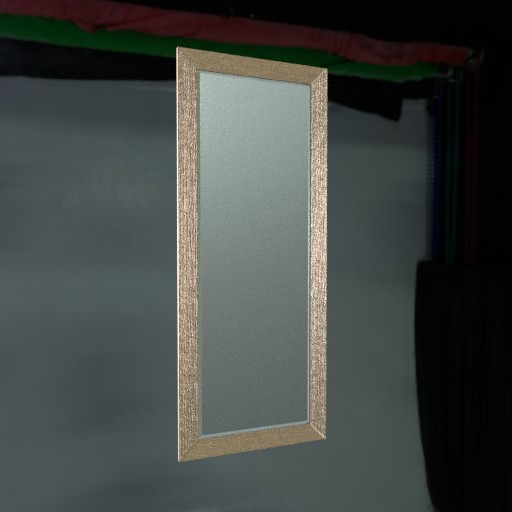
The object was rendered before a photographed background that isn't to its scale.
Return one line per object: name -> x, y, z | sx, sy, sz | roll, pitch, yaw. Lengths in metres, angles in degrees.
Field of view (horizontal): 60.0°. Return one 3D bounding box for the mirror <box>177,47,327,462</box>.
mirror -> 0.000, 0.000, 2.313 | 0.812, 2.031, 0.026 | 0, 1, -19
